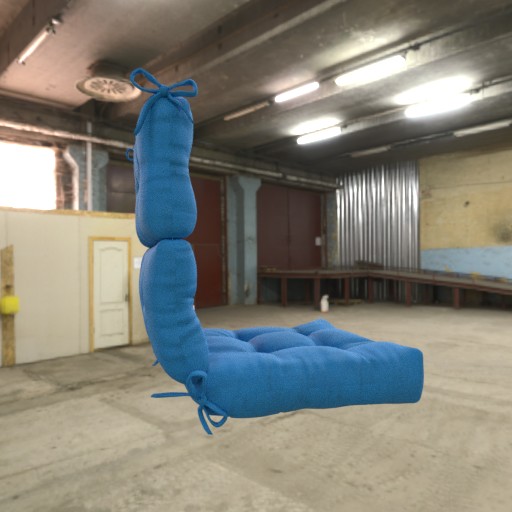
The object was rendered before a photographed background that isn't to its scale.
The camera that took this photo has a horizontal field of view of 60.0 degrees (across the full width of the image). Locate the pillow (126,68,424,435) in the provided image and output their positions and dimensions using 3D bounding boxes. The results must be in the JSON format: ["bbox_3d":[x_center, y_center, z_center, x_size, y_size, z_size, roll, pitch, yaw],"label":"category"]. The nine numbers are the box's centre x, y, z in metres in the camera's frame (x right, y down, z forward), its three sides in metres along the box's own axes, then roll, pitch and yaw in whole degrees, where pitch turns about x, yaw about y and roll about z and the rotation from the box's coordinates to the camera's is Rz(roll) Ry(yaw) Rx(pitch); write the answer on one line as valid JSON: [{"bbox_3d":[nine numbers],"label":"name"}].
[{"bbox_3d":[0.000,0.000,1.012,0.571,0.605,0.519,0,-1,-16],"label":"pillow"}]
